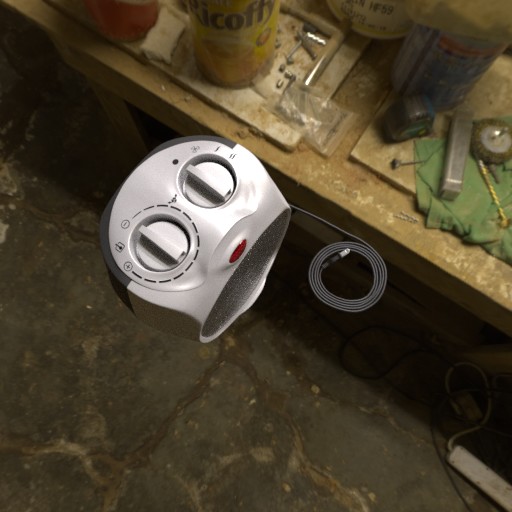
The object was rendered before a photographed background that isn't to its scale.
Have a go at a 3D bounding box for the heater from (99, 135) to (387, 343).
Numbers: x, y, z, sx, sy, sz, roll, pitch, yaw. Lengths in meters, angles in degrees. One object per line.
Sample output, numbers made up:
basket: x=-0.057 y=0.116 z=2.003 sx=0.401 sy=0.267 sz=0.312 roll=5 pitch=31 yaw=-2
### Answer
heater: x=0.000 y=0.000 z=0.457 sx=0.291 sy=0.240 sz=0.239 roll=34 pitch=79 yaw=8
